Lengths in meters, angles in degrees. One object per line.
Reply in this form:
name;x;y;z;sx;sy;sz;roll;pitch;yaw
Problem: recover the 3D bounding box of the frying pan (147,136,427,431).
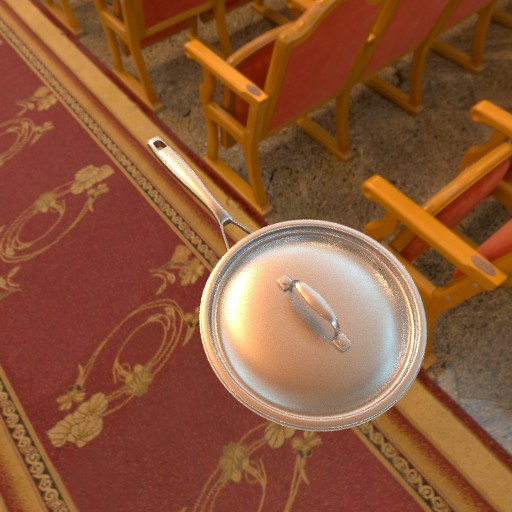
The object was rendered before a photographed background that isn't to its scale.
frying pan;0.000;0.000;0.588;0.272;0.086;0.490;-34;65;-19
